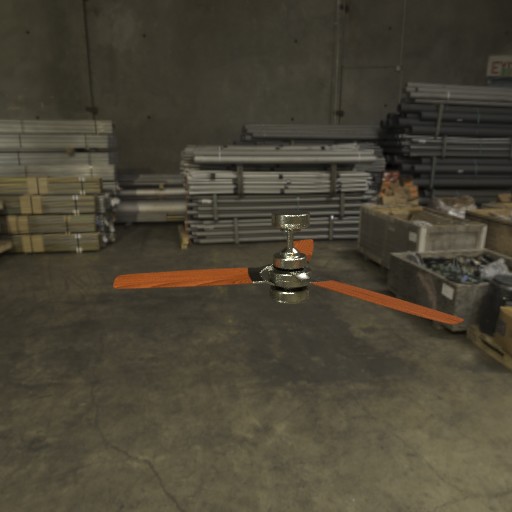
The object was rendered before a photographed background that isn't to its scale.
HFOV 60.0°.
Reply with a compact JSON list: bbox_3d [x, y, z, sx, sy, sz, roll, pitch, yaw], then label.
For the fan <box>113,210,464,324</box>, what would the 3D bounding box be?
[{"bbox_3d":[0.000,0.000,2.055,1.271,0.410,1.416,-2,14,-8],"label":"fan"}]
